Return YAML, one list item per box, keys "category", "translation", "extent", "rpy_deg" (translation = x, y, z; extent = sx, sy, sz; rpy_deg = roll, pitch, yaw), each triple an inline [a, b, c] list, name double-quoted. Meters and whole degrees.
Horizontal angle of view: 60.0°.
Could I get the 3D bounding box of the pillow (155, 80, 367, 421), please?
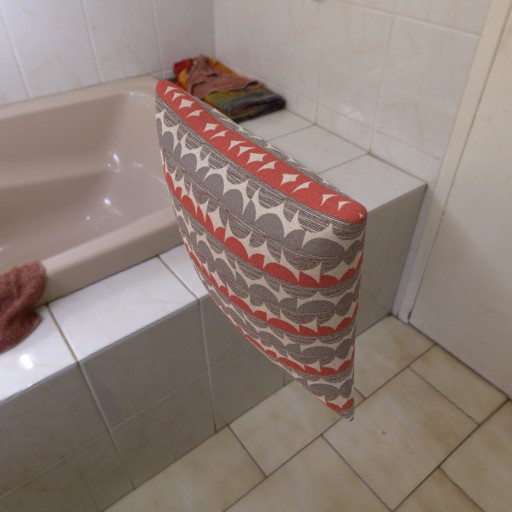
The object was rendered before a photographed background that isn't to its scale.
- category: "pillow"
  translation: [0.000, 0.000, 0.658]
  extent: [0.180, 0.410, 0.420]
  rpy_deg: [-24, 46, -26]
